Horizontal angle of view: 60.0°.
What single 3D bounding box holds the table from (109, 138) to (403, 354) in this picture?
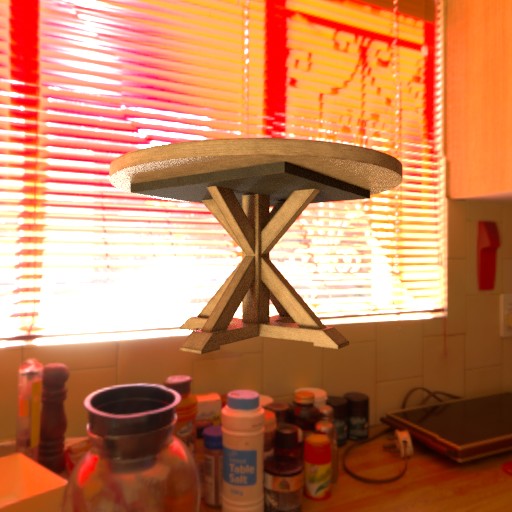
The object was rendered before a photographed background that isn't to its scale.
[{"bbox_3d":[0.000,0.000,2.161,1.363,0.781,1.363,0,0,0],"label":"table"}]
